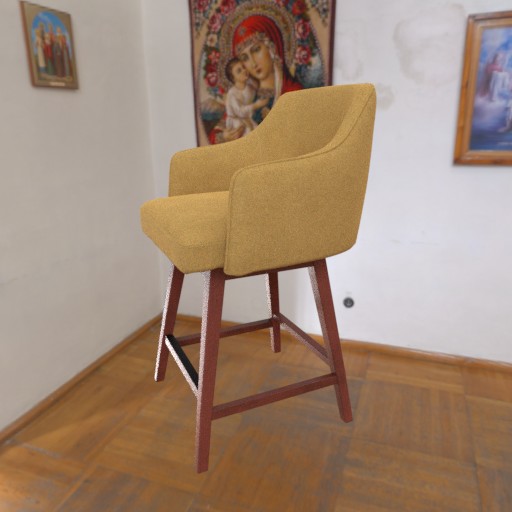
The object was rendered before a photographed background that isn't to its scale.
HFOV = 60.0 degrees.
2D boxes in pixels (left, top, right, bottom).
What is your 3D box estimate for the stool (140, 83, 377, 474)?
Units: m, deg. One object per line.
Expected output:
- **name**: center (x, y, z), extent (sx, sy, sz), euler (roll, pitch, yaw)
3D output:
- **stool**: center (0.000, 0.000, 1.262), extent (0.558, 0.924, 0.548), euler (-8, 19, -24)
